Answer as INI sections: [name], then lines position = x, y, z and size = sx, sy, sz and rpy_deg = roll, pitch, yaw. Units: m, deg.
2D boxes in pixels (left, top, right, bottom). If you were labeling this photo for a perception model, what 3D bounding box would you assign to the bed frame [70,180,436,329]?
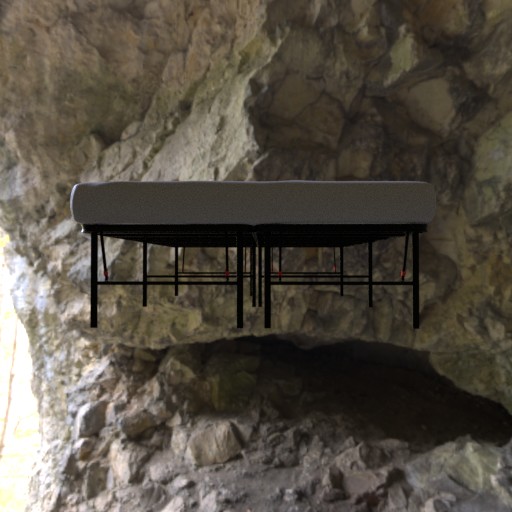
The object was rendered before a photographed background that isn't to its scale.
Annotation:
[bed frame]
position = 0.000, 0.000, 2.899
size = 1.584, 0.667, 2.151
rpy_deg = 0, -1, 1
